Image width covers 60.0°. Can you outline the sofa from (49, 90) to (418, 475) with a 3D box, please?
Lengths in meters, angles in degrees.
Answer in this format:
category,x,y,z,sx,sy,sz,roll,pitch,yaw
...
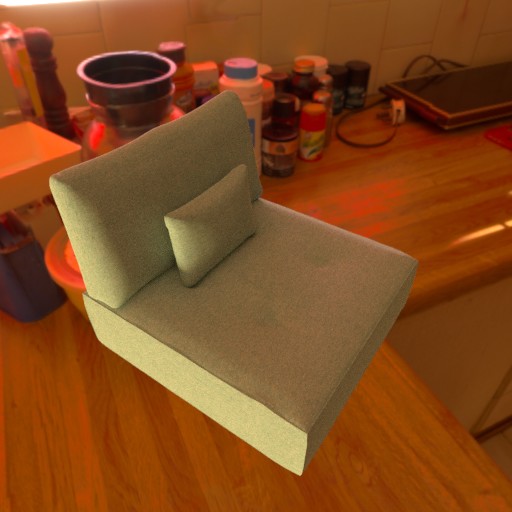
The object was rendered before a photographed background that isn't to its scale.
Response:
category,x,y,z,sx,sy,sz,roll,pitch,yaw
sofa,0.000,0.000,1.684,1.000,0.820,0.930,24,46,26
